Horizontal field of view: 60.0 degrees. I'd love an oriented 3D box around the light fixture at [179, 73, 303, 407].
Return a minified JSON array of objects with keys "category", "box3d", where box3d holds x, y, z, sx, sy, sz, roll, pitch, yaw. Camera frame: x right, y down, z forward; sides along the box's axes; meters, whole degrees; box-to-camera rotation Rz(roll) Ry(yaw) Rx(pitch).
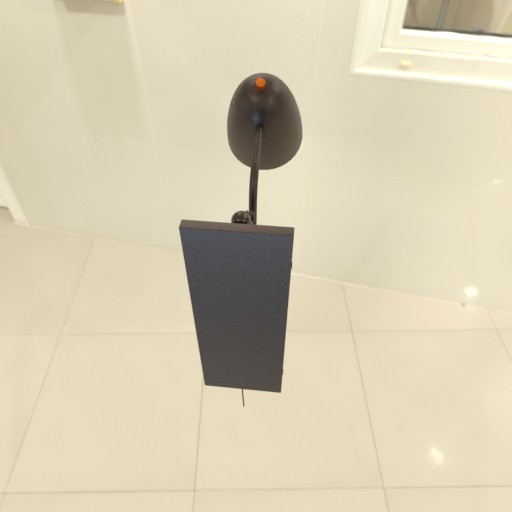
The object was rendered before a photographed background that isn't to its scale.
[{"category":"light fixture","box3d":[0.000,0.000,0.965,0.162,0.715,0.499,4,45,4]}]
